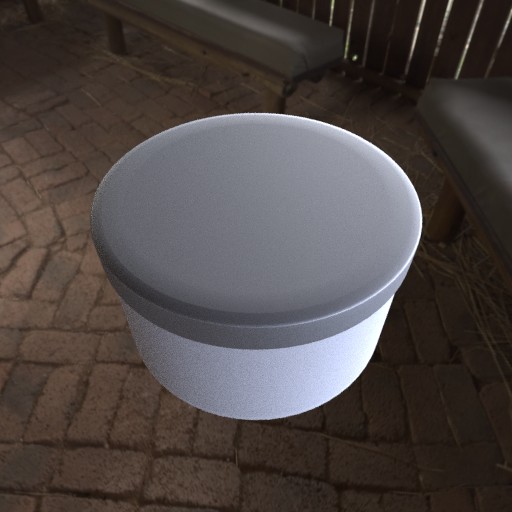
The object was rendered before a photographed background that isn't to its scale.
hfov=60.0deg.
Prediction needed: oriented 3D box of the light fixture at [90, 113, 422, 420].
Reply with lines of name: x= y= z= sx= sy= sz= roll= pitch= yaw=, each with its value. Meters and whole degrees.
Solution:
light fixture: x=0.000 y=0.000 z=0.622 sx=0.393 sy=0.229 sz=0.393 roll=0 pitch=46 yaw=0
